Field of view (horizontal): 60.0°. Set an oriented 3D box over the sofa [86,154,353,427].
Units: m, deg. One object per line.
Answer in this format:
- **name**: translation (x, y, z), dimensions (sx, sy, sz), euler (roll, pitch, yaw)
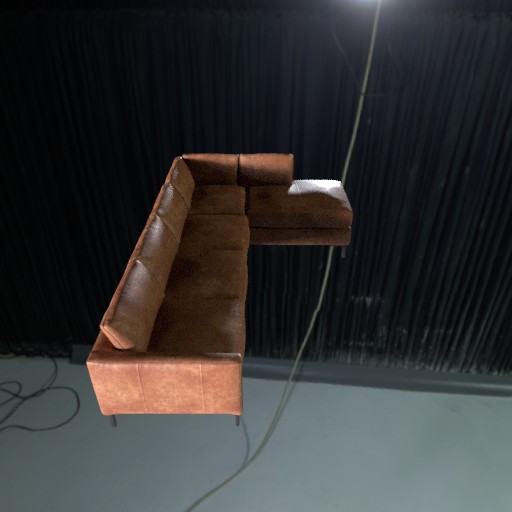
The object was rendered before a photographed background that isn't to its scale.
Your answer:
- **sofa**: translation (0.000, 0.000, 3.896), dimensions (1.938, 0.877, 2.984), euler (0, 33, 0)
